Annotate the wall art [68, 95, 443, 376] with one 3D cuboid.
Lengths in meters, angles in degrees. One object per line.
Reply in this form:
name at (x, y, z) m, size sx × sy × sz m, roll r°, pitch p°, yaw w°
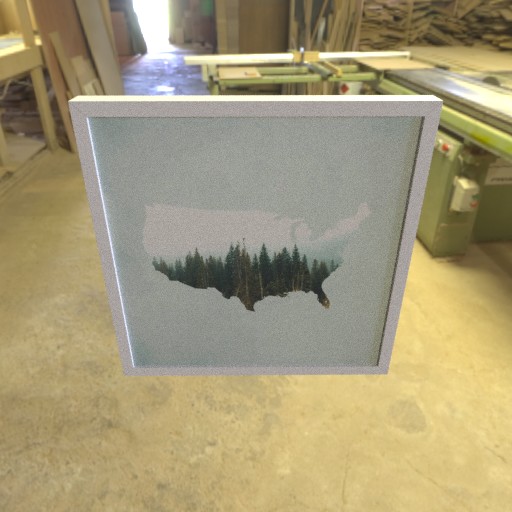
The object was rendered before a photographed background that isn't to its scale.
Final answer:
wall art at (0.000, 0.000, 0.746) m, size 0.509 × 0.509 × 0.040 m, roll 0°, pitch 30°, yaw 0°
